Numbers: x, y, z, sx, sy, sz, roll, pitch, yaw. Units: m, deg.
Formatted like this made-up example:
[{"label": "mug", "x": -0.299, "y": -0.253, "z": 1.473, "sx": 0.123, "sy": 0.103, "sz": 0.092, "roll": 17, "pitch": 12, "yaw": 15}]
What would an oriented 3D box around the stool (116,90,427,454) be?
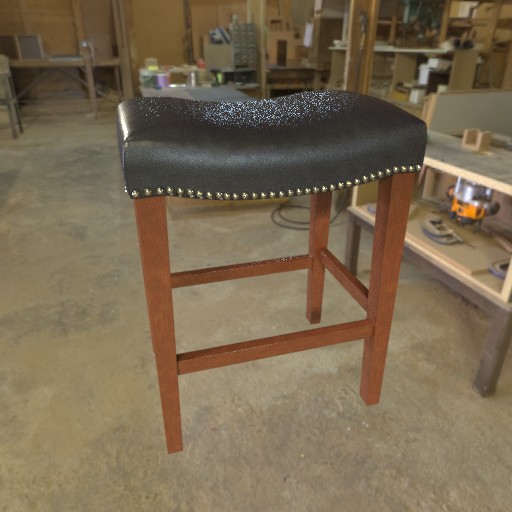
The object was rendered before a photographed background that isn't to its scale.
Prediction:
[{"label": "stool", "x": 0.000, "y": 0.000, "z": 0.960, "sx": 0.504, "sy": 0.654, "sz": 0.372, "roll": -8, "pitch": 28, "yaw": -15}]
